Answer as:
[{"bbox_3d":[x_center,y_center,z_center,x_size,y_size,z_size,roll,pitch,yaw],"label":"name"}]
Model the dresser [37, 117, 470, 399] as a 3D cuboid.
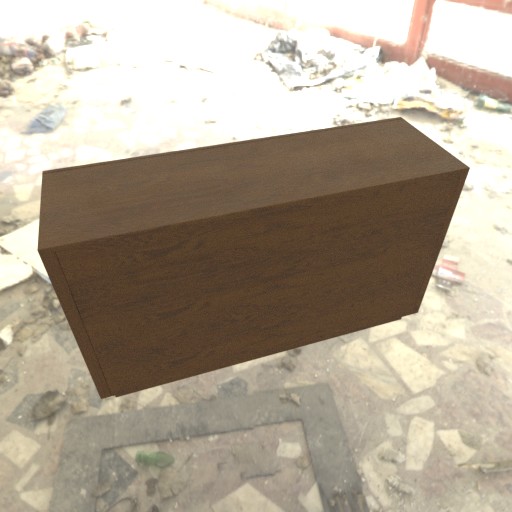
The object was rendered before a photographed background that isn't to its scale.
[{"bbox_3d":[0.000,0.000,1.958,1.523,0.889,0.512,-12,43,-14],"label":"dresser"}]
